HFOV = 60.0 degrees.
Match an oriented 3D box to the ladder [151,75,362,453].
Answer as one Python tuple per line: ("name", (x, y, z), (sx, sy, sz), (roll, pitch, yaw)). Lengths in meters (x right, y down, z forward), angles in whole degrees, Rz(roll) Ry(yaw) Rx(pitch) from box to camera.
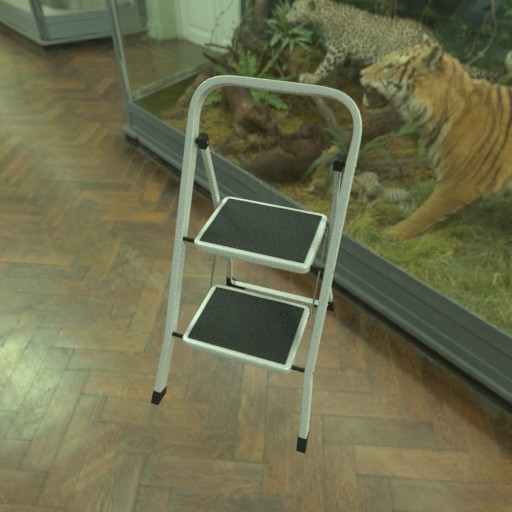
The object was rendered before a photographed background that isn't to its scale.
("ladder", (0.000, 0.000, 1.161), (0.460, 0.810, 0.544), (13, 42, 14))
